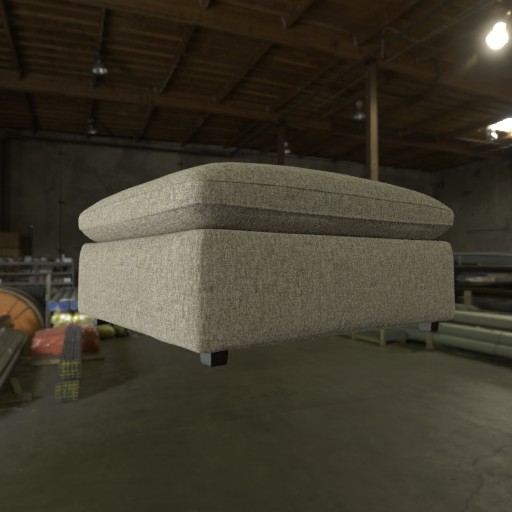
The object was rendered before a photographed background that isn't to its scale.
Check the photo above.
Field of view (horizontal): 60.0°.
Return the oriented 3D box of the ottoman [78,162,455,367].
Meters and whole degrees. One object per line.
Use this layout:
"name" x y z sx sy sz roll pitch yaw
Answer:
"ottoman" 0.000 0.000 1.632 1.039 0.526 1.035 1 -1 -36
